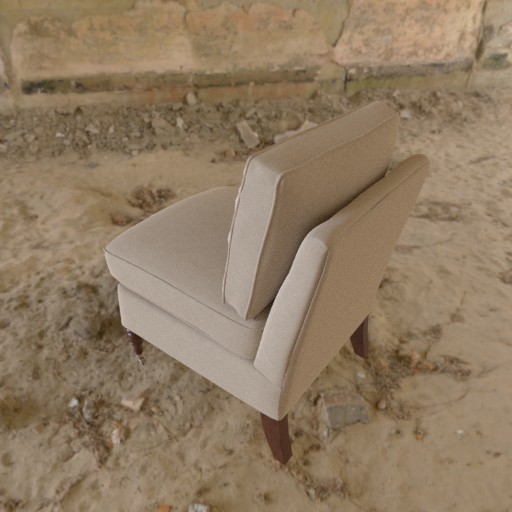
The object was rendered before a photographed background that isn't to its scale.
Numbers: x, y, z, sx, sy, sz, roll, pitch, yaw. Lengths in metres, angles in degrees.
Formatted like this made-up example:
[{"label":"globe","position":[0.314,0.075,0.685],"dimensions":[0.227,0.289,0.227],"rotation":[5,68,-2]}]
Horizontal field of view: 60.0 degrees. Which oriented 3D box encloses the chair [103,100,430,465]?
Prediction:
[{"label":"chair","position":[0.000,0.000,1.619],"dimensions":[0.912,1.052,0.724],"rotation":[22,38,30]}]
